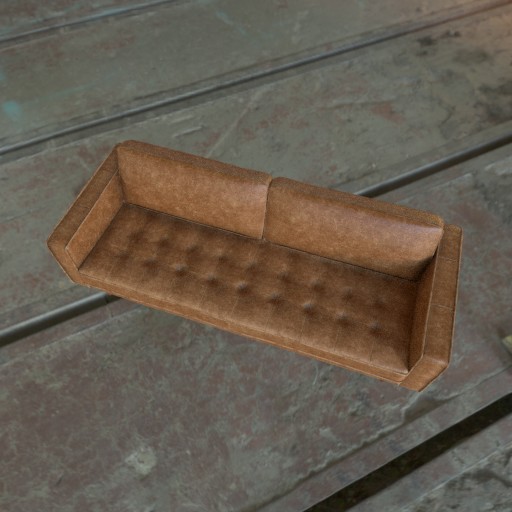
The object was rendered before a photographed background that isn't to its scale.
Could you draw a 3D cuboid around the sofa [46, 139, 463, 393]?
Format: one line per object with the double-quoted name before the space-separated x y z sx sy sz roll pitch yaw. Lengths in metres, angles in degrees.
"sofa" 0.000 0.000 2.608 2.199 0.779 0.886 16 58 10
